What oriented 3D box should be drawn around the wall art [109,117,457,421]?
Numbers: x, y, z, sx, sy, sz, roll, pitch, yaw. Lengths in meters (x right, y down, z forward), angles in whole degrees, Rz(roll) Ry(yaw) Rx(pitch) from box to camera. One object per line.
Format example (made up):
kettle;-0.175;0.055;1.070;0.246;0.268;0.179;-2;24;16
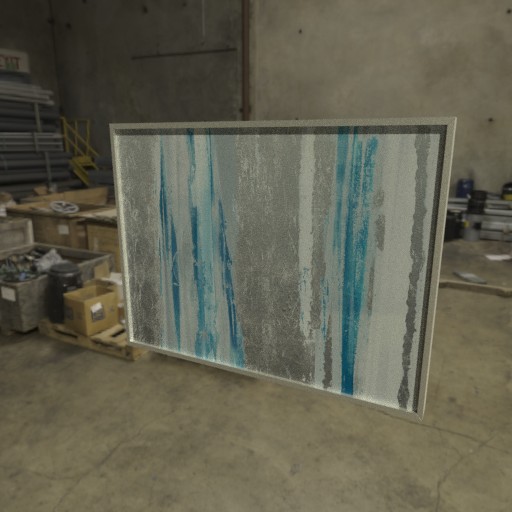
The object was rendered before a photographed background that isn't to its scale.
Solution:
wall art;0.000;0.000;1.377;1.056;0.801;0.066;7;16;26
